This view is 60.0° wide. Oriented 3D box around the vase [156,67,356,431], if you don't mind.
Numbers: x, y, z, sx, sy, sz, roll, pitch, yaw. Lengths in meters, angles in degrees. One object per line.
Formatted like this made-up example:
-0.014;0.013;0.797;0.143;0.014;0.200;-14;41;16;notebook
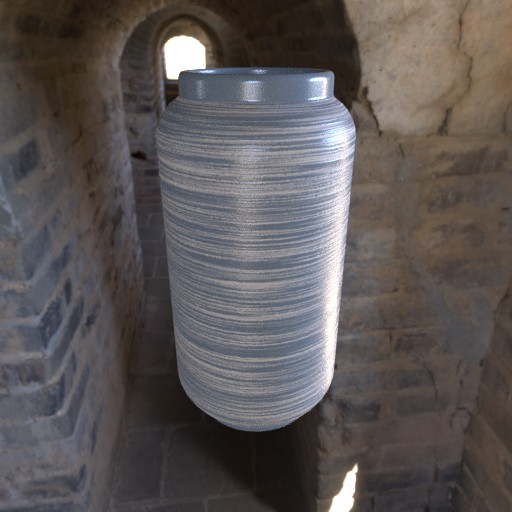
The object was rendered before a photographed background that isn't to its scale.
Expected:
0.000;0.000;0.297;0.116;0.230;0.116;0;25;0;vase
